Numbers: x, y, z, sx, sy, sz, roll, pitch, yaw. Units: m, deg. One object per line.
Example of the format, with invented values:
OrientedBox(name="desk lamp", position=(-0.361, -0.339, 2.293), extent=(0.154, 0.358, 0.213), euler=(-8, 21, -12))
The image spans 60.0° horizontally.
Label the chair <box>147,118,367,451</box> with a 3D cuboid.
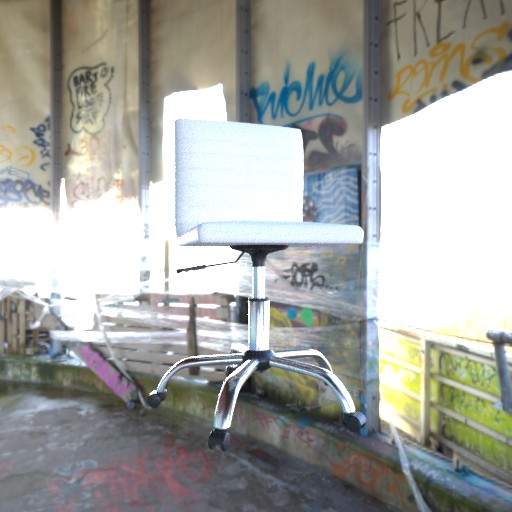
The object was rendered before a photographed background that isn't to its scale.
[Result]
OrientedBox(name="chair", position=(0.000, 0.000, 1.172), extent=(0.556, 0.780, 0.530), euler=(0, 1, -18))
